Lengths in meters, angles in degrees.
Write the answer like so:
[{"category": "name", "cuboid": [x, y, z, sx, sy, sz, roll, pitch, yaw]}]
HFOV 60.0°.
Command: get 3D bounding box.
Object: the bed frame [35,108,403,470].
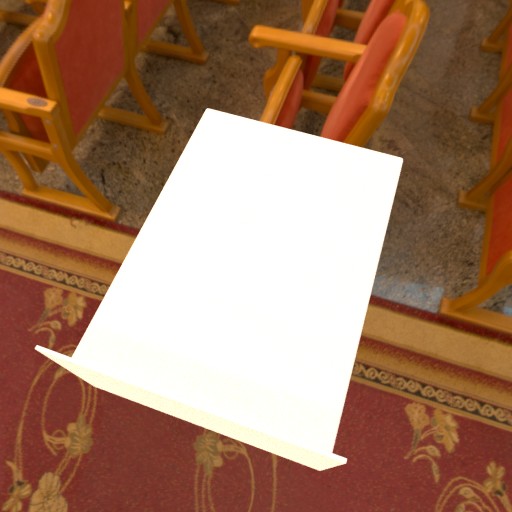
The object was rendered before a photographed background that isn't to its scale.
[{"category": "bed frame", "cuboid": [0.000, 0.000, 2.610, 1.400, 0.800, 1.900, 17, 64, 9]}]
